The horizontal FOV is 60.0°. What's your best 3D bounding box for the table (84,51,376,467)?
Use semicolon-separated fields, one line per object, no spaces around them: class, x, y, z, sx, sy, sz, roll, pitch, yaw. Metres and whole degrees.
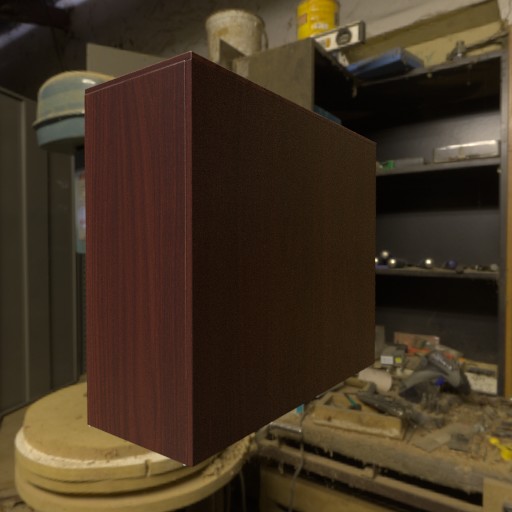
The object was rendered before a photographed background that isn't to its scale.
table;0.000;0.000;1.323;0.380;0.790;0.930;1;2;36
